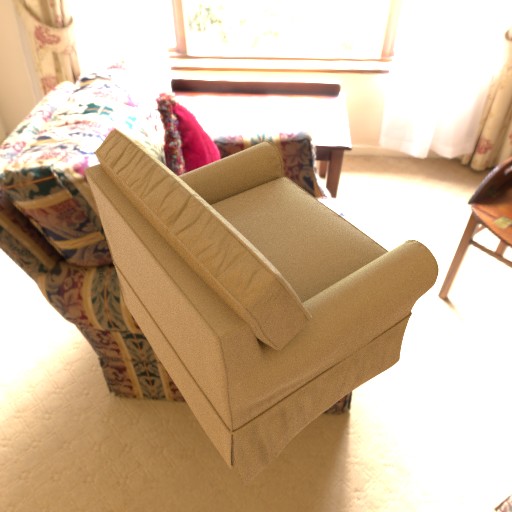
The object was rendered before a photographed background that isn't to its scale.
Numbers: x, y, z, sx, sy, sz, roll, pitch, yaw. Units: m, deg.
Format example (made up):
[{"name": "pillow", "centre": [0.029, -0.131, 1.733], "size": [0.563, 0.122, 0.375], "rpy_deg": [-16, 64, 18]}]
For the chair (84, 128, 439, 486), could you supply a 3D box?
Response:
[{"name": "chair", "centre": [0.000, 0.000, 1.767], "size": [0.903, 0.937, 1.096], "rpy_deg": [-25, 48, -25]}]
